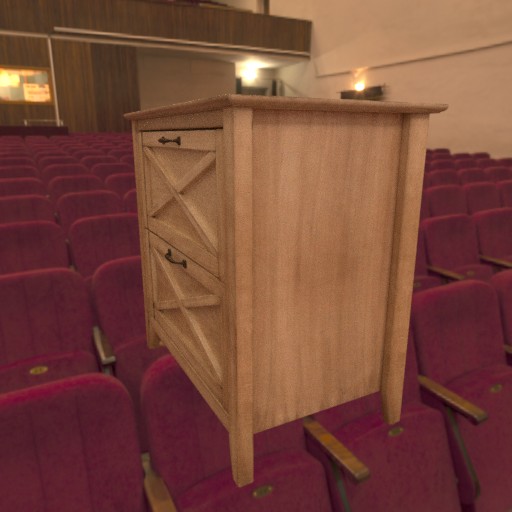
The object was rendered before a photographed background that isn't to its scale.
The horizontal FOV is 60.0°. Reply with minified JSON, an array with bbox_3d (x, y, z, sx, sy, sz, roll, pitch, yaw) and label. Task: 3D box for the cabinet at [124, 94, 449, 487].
[{"bbox_3d":[0.000,0.000,1.217,0.503,0.762,0.763,-8,17,-27],"label":"cabinet"}]
